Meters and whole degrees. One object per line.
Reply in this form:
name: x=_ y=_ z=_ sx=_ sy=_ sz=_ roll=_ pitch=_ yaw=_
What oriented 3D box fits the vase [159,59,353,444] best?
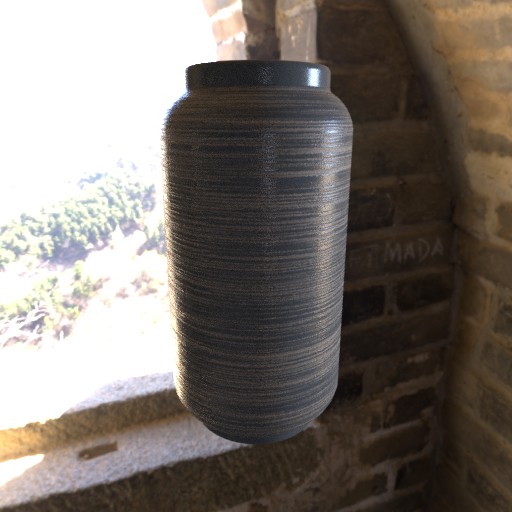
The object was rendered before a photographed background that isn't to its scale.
vase: x=0.000 y=0.000 z=0.294 sx=0.116 sy=0.230 sz=0.116 roll=0 pitch=17 yaw=0
